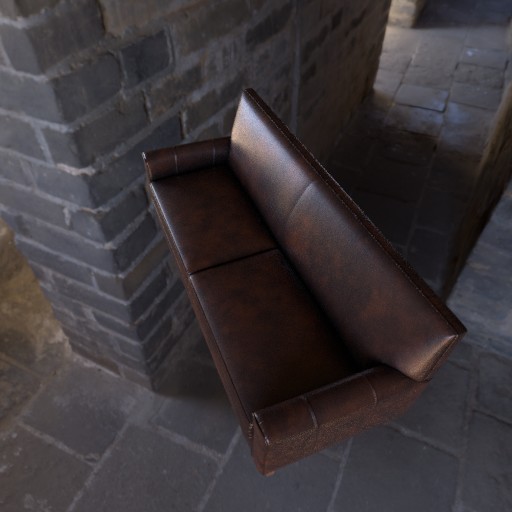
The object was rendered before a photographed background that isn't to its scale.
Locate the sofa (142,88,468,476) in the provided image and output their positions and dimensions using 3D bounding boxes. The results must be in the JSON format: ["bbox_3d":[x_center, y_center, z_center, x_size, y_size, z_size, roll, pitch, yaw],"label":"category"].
[{"bbox_3d":[0.000,0.000,2.382,0.786,0.871,1.995,-17,49,-15],"label":"sofa"}]
